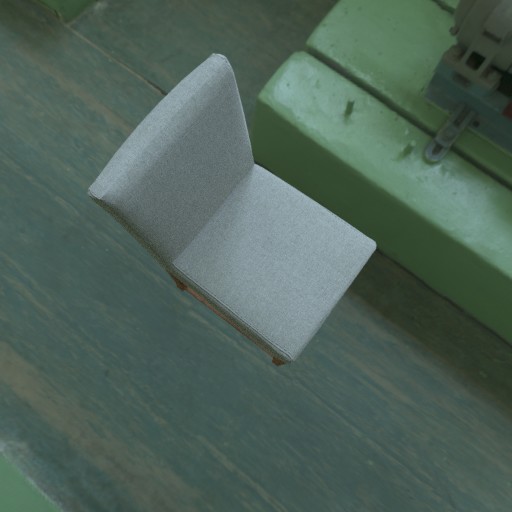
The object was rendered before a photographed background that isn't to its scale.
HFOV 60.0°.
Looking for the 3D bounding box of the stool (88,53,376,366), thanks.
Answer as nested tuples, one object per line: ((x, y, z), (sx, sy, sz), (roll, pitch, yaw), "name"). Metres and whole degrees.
((0.000, 0.000, 1.407), (0.570, 1.088, 0.439), (36, 78, 9), "stool")
